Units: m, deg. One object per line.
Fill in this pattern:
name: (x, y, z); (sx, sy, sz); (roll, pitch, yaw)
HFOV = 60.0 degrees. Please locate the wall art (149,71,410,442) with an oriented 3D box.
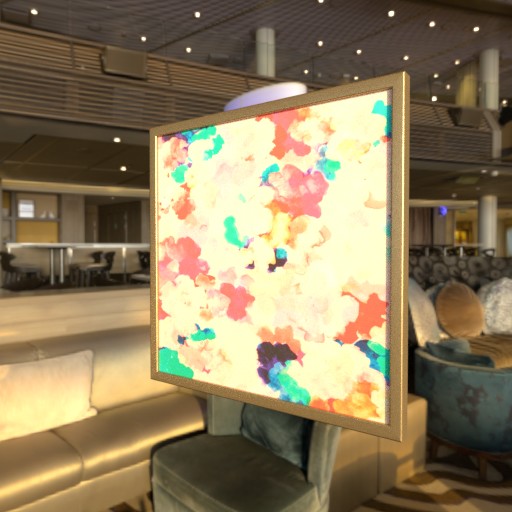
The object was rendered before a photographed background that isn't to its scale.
wall art: (0.000, 0.000, 1.147); (0.767, 0.765, 0.036); (1, 2, 35)
